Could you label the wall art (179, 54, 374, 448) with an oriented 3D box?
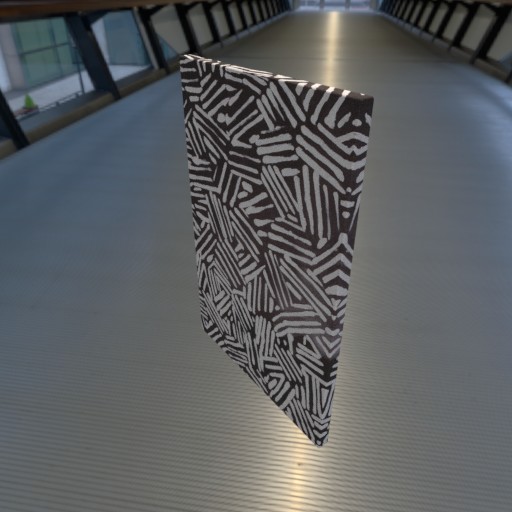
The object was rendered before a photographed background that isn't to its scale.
[{"bbox_3d":[0.000,0.000,1.179,0.035,0.918,0.615,-22,38,-31],"label":"wall art"}]
